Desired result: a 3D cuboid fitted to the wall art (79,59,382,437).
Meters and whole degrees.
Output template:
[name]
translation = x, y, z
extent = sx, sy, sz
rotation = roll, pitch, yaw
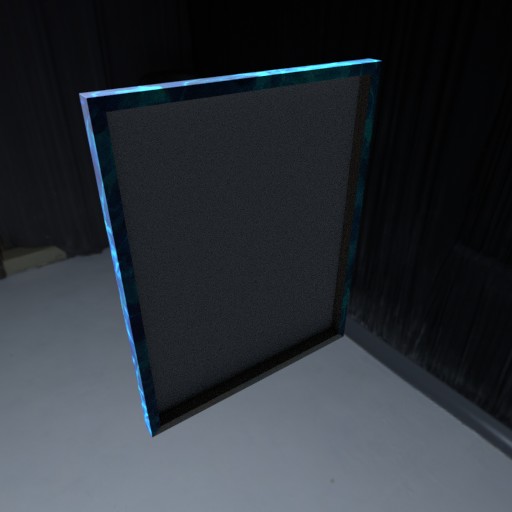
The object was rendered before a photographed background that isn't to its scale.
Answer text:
[wall art]
translation = 0.000, 0.000, 0.989
extent = 0.609, 0.760, 0.038
rotation = -20, 37, -29
